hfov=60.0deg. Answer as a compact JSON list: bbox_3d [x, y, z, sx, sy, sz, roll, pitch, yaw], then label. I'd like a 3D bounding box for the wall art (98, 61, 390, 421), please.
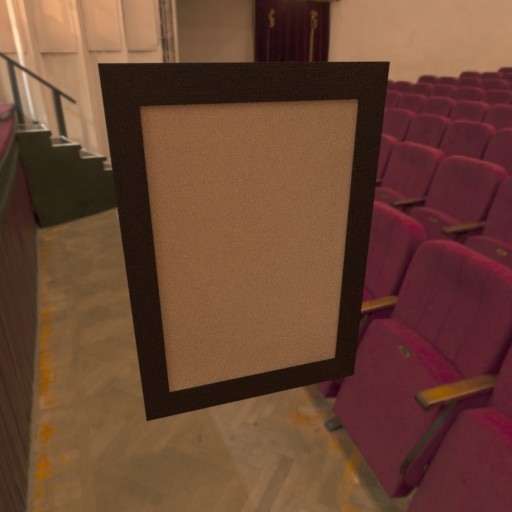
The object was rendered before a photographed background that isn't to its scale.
[{"bbox_3d":[0.000,0.000,0.634,0.359,0.508,0.013,-8,26,-16],"label":"wall art"}]
